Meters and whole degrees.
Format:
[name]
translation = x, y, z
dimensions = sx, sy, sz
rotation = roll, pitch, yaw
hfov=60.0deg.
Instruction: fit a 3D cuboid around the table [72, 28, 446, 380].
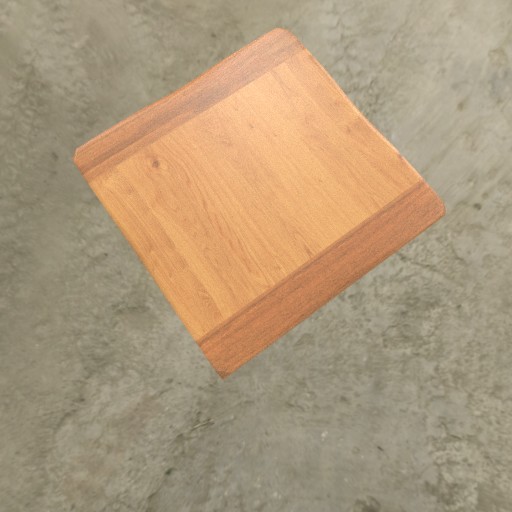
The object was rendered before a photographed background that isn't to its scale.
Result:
[table]
translation = 0.000, 0.000, 0.937
dimensions = 0.360, 0.740, 0.360
rotation = -35, 77, -9
